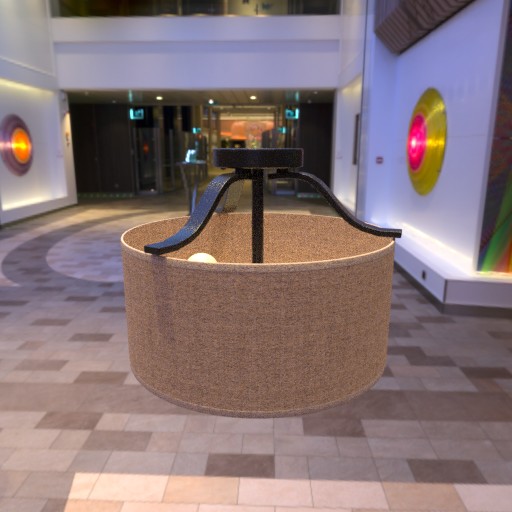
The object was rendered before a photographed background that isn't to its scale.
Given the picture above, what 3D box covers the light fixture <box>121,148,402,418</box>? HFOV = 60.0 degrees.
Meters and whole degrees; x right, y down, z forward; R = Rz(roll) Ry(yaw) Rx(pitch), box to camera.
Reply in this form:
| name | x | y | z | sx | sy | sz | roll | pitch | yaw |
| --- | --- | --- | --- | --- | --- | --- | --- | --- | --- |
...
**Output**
| name | x | y | z | sx | sy | sz | roll | pitch | yaw |
| --- | --- | --- | --- | --- | --- | --- | --- | --- | --- |
| light fixture | 0.000 | 0.000 | 0.649 | 0.390 | 0.306 | 0.390 | 0 | 14 | 0 |
